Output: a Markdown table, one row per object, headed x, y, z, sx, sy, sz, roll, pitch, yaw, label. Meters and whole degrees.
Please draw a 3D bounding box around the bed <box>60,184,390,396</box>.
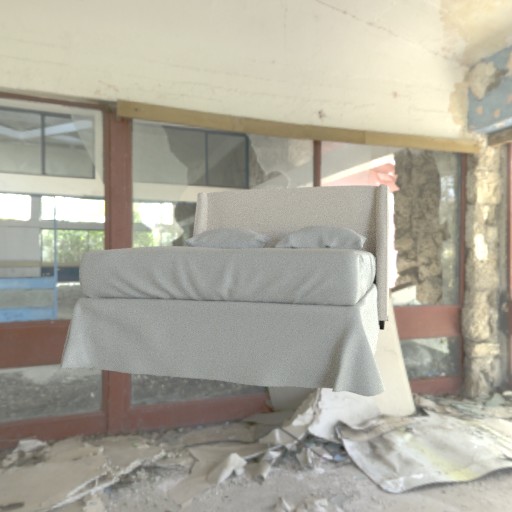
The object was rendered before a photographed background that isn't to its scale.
| x | y | z | sx | sy | sz | roll | pitch | yaw | label |
| --- | --- | --- | --- | --- | --- | --- | --- | --- | --- |
| 0.000 | 0.000 | 3.370 | 1.925 | 1.332 | 2.276 | 0 | 0 | 17 | bed |
